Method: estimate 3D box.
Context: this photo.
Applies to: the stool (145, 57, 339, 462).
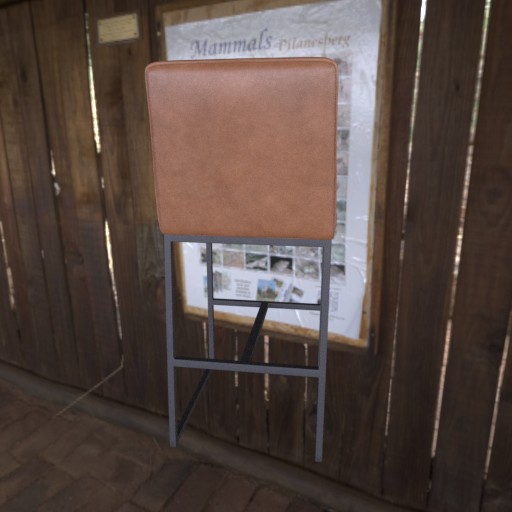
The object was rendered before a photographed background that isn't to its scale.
[{"bbox_3d":[0.000,0.000,1.344,0.458,1.040,0.556,2,15,8],"label":"stool"}]
